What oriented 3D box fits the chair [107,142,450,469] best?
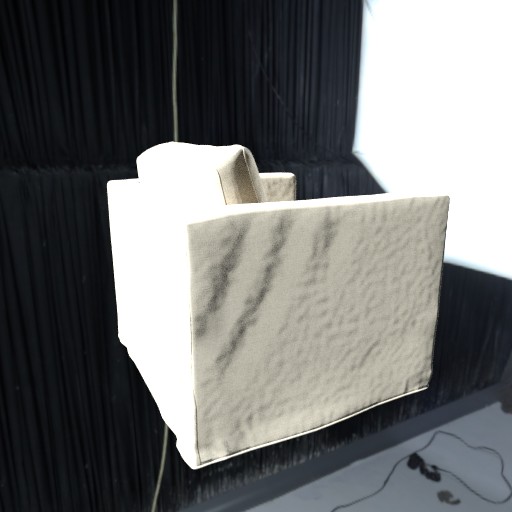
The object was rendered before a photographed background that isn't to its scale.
[{"bbox_3d":[0.000,0.000,1.743,0.949,0.867,1.057,-8,16,-27],"label":"chair"}]
